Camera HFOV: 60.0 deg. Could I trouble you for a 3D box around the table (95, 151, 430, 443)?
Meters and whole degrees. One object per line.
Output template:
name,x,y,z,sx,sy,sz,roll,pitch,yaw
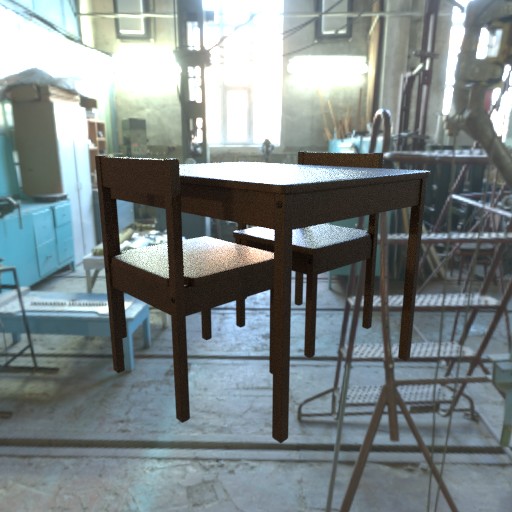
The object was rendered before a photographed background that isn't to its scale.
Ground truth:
table,0.000,0.000,1.121,0.672,0.503,0.650,-13,20,-42
